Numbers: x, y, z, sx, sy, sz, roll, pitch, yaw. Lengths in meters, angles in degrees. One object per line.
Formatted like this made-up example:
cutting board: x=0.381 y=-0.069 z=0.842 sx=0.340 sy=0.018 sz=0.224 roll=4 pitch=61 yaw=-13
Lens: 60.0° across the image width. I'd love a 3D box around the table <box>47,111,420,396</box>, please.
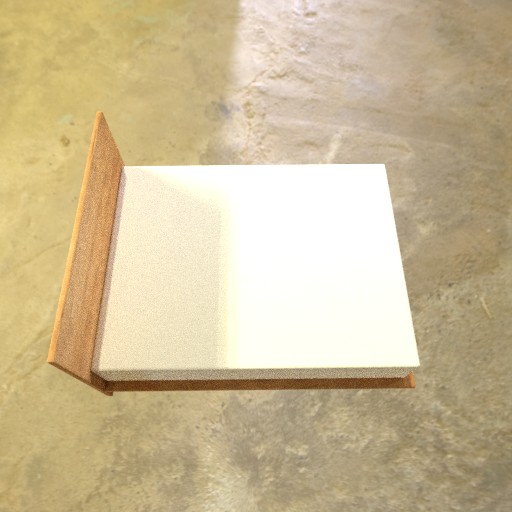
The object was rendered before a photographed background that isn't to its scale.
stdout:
table: x=0.000 y=0.000 z=3.104 sx=2.149 sy=1.041 sz=1.707 roll=-1 pitch=63 yaw=0
